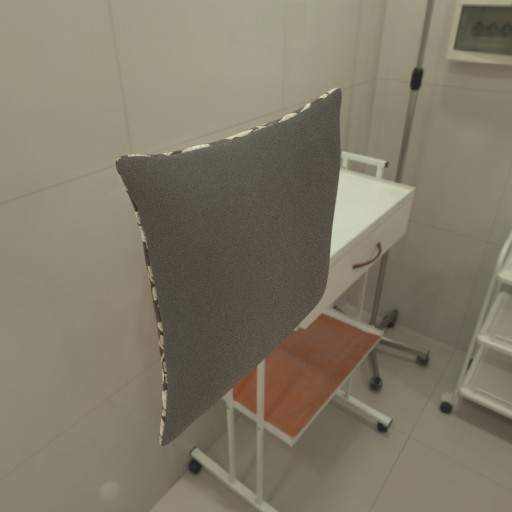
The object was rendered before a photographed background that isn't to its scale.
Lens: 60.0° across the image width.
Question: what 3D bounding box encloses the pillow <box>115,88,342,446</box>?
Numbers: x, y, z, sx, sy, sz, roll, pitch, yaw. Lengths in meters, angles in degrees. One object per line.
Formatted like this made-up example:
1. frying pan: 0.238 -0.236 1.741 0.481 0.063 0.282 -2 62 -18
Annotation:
1. pillow: 0.000 0.000 0.800 0.166 0.507 0.526 21 37 31
